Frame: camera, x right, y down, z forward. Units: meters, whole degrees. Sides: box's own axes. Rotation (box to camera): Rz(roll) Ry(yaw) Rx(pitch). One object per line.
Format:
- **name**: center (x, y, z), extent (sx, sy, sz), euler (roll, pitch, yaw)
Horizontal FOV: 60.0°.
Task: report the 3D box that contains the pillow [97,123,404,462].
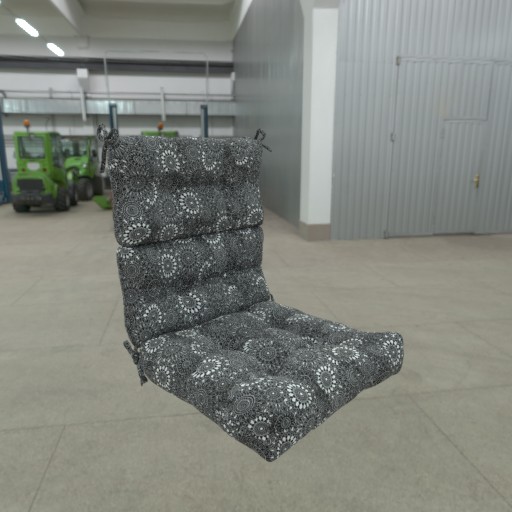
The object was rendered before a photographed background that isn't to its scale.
- **pillow**: center (0.000, 0.000, 1.042), extent (0.519, 0.605, 0.571), euler (-13, 18, -43)
